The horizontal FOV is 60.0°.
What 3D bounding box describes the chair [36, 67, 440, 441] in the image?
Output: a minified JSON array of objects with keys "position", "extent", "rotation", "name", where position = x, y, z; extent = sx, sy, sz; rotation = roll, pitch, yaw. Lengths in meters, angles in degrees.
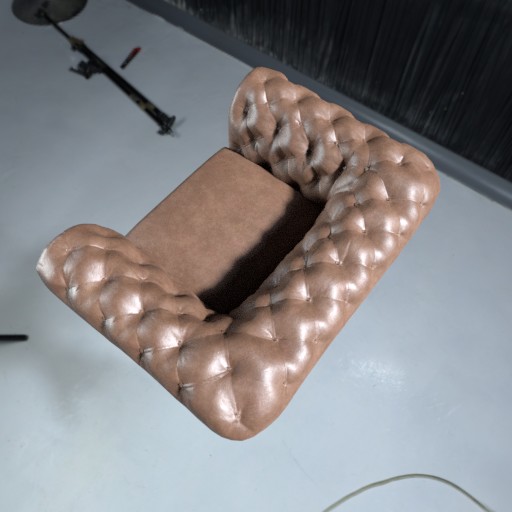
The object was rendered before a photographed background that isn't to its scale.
[{"position":[0.000,0.000,1.861],"extent":[0.954,0.784,1.298],"rotation":[36,68,17],"name":"chair"}]
